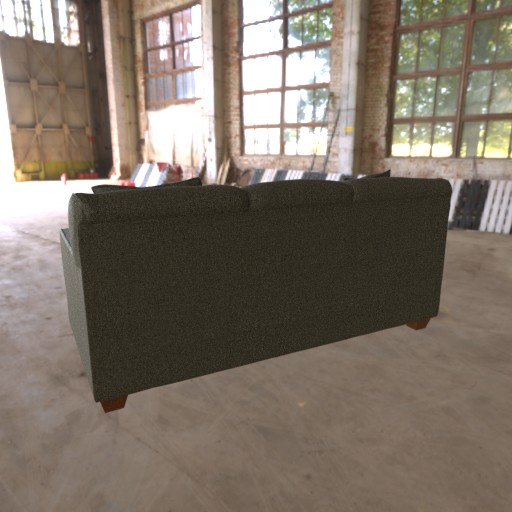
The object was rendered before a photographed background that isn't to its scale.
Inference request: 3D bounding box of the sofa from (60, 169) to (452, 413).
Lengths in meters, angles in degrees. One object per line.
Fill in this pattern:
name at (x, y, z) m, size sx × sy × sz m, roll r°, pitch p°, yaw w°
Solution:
sofa at (0.000, 0.000, 2.557) m, size 2.024 × 0.958 × 0.997 m, roll -7°, pitch 16°, yaw -27°
